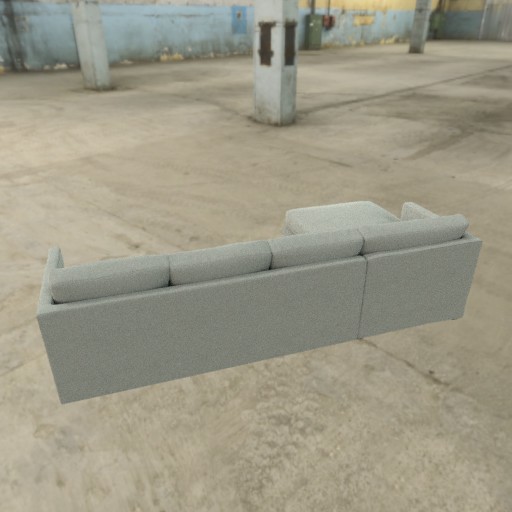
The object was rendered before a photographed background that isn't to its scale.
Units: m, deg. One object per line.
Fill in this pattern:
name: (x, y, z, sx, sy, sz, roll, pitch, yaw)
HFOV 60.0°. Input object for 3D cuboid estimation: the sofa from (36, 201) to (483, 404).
sofa: (0.000, 0.000, 3.782, 3.205, 0.922, 1.650, -9, 29, -16)
